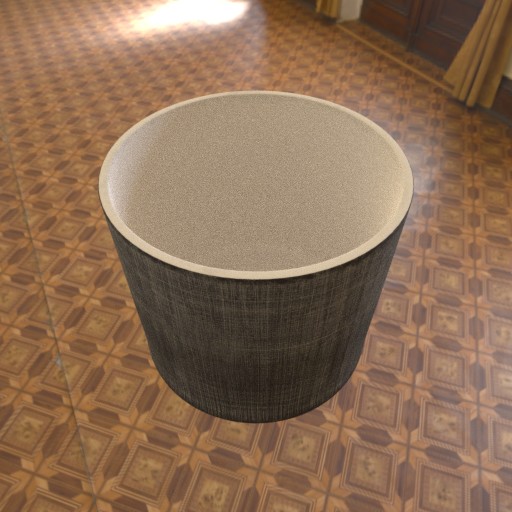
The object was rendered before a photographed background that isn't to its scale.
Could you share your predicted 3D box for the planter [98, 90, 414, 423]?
[{"bbox_3d":[0.000,0.000,0.314,0.178,0.157,0.178,0,47,0],"label":"planter"}]
